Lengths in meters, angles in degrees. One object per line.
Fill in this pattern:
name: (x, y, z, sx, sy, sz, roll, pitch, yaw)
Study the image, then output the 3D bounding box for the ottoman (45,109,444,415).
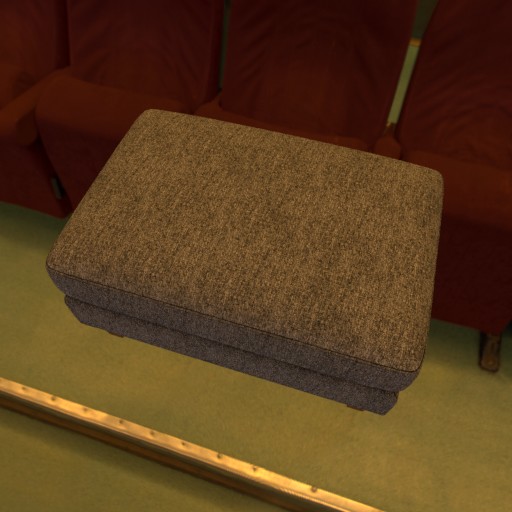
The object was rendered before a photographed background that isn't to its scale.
ottoman: (0.000, 0.000, 1.210, 0.864, 0.483, 0.584, 15, 59, 9)
